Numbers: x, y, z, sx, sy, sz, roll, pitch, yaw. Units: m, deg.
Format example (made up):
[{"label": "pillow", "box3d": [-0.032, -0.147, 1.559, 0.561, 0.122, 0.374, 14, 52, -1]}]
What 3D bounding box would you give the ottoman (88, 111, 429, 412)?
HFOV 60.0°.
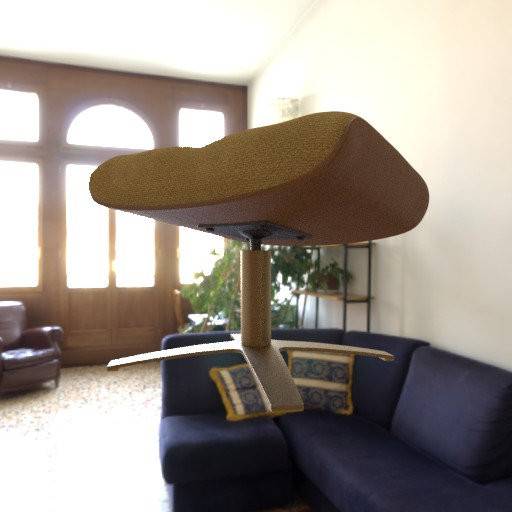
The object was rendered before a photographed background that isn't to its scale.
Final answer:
[{"label": "ottoman", "box3d": [0.000, 0.000, 0.809, 0.520, 0.391, 0.394, 0, 0, 36]}]
